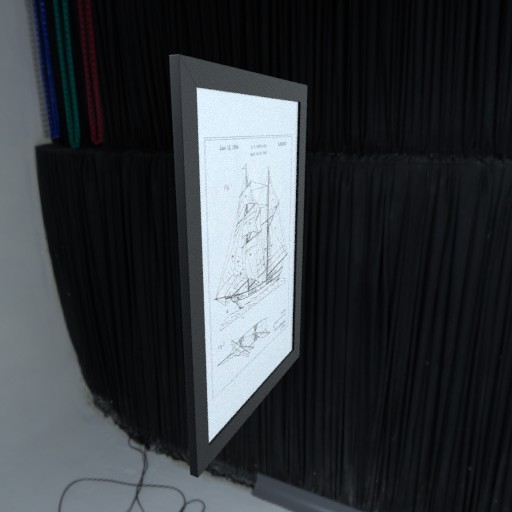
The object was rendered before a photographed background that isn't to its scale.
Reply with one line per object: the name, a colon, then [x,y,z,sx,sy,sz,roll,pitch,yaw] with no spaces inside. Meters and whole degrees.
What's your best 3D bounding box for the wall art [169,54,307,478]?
wall art: [0.000,0.000,0.601,0.011,0.459,0.326,8,18,26]
